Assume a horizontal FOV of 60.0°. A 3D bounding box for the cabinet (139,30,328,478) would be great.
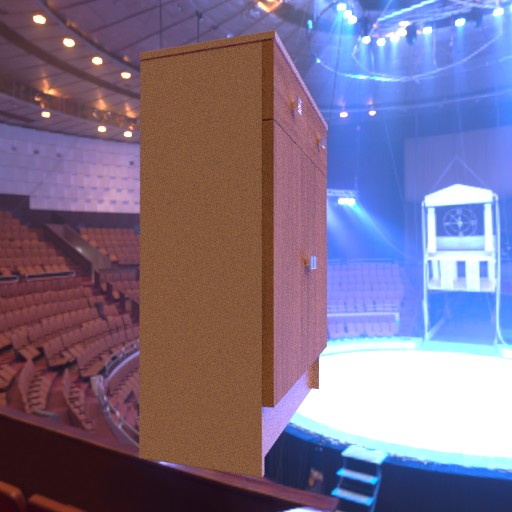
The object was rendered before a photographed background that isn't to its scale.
[{"bbox_3d":[0.000,0.000,1.129,0.296,0.815,0.600,0,-1,18],"label":"cabinet"}]
